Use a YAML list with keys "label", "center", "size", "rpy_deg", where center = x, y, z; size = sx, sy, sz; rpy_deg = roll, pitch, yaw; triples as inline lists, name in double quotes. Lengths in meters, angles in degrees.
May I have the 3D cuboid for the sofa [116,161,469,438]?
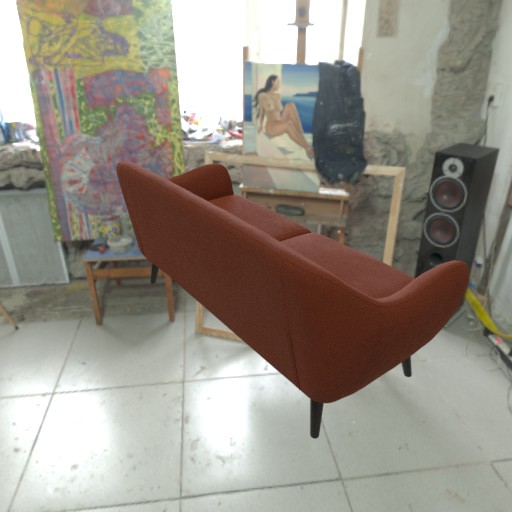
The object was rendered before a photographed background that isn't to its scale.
- label: "sofa"
  center: [0.000, 0.000, 2.269]
  size: [0.820, 0.836, 1.840]
  rpy_deg: [-19, 33, -32]
